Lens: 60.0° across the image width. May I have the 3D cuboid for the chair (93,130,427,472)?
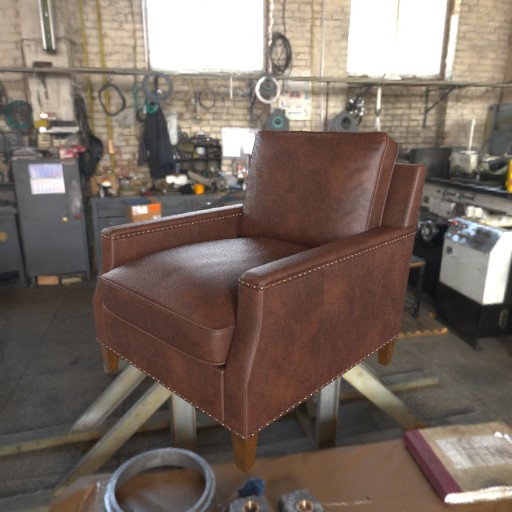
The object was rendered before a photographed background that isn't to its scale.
[{"bbox_3d":[0.000,0.000,1.709,0.853,0.929,1.014,15,22,42],"label":"chair"}]
